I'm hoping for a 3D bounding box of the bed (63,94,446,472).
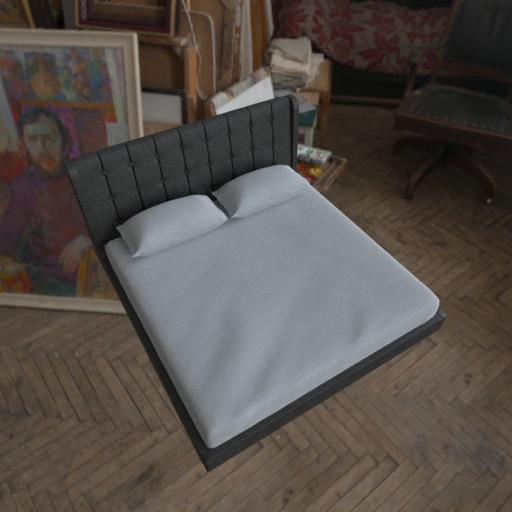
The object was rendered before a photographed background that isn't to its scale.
[{"bbox_3d":[0.000,0.000,3.201,1.903,1.158,2.031,-24,51,-21],"label":"bed"}]
